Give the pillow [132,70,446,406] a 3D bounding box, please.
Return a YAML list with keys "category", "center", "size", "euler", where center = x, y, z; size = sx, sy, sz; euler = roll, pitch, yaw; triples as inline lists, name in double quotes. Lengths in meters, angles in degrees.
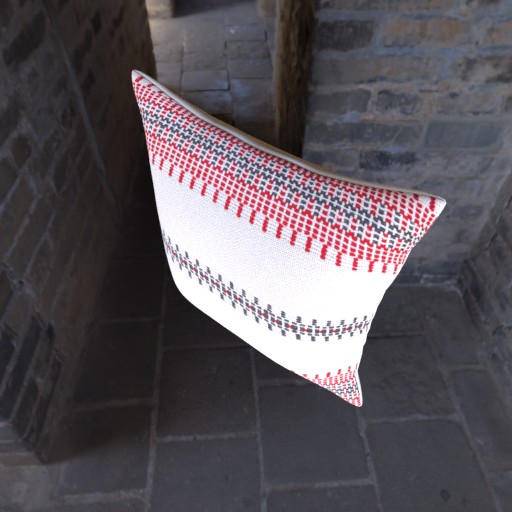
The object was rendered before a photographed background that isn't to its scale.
- category: "pillow"
  center: [0.000, 0.000, 0.689]
  size: [0.463, 0.454, 0.160]
  euler: [31, 54, 26]
